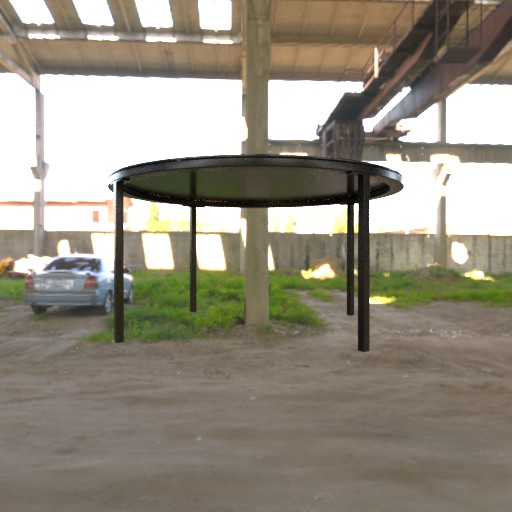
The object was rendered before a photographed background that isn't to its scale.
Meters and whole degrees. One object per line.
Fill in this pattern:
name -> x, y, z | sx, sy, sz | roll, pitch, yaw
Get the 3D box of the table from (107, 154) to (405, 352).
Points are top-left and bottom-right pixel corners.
table -> 0.000, 0.000, 1.257 | 0.800, 0.400, 0.800 | 0, 0, 0
